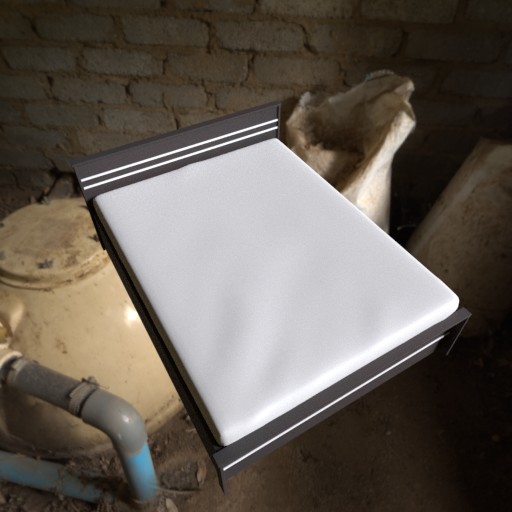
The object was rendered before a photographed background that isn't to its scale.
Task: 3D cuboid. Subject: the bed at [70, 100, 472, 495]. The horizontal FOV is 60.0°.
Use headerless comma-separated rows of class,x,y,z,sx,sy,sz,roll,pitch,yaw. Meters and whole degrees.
bed,0.000,0.000,2.902,1.634,0.808,2.103,-23,51,-21
